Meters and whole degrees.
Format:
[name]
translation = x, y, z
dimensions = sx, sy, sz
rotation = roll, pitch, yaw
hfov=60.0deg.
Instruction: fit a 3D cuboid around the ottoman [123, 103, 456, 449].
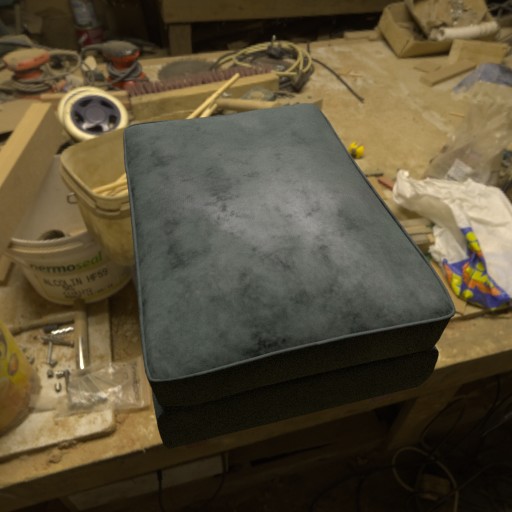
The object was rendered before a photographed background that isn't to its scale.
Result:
[ottoman]
translation = 0.000, 0.000, 1.219
dimensions = 0.632, 0.495, 0.864
rotation = -10, 48, -10
